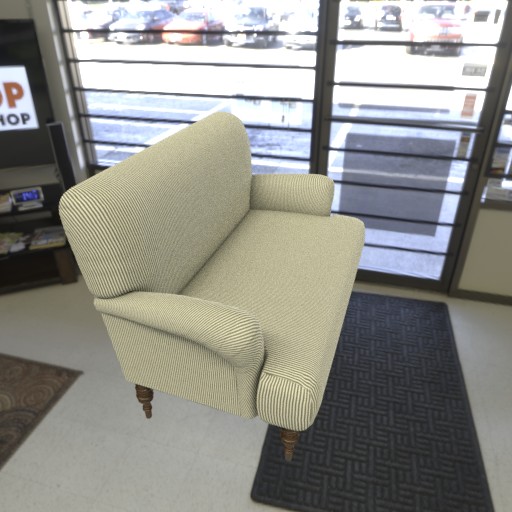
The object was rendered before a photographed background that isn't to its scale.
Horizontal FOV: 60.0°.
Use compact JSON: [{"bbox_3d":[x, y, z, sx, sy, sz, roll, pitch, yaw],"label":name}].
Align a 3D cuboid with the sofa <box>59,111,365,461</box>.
[{"bbox_3d":[0.000,0.000,1.809,0.779,0.889,1.297,10,31,16],"label":"sofa"}]
